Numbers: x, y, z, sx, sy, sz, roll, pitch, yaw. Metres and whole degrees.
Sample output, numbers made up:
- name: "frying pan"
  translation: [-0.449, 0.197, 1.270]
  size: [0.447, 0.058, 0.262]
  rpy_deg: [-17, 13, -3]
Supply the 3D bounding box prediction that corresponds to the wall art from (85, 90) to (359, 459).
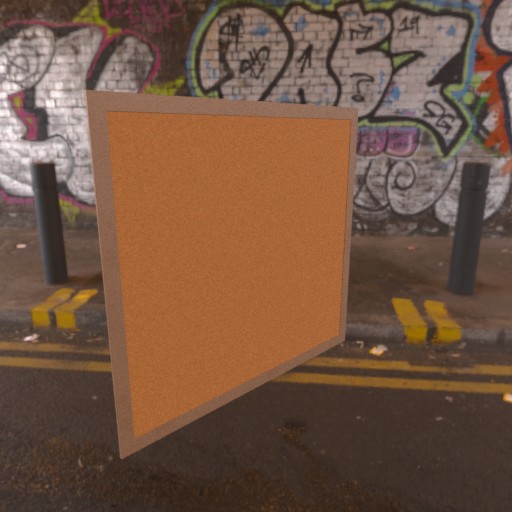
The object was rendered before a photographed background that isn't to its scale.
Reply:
- name: "wall art"
  translation: [0.000, 0.000, 1.618]
  size: [1.168, 1.067, 0.025]
  rpy_deg: [-14, 21, -42]
